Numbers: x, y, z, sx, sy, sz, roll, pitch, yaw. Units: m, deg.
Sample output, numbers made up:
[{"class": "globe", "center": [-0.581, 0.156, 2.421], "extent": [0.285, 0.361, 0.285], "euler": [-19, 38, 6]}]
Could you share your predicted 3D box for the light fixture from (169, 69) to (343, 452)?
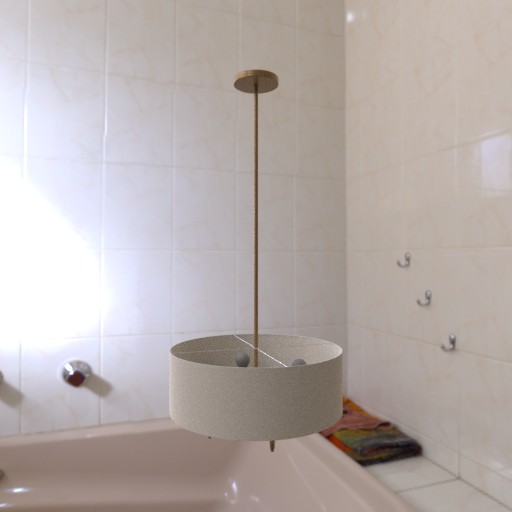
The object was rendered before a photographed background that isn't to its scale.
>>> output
[{"class": "light fixture", "center": [0.000, 0.000, 1.329], "extent": [0.508, 1.067, 0.508], "euler": [0, -1, 0]}]
